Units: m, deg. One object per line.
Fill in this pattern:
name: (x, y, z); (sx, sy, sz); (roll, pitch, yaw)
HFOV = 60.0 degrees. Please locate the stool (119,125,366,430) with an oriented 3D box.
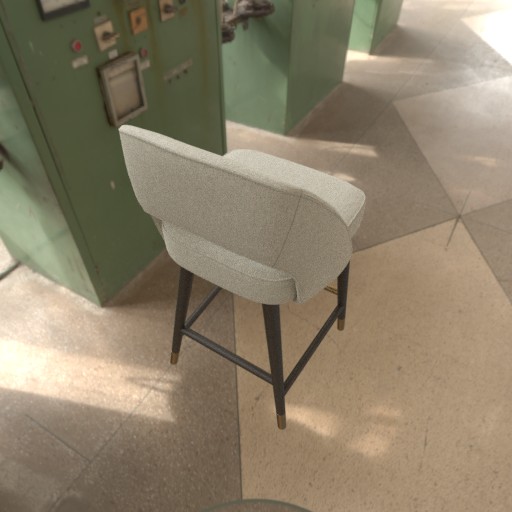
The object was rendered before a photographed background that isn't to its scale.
stool: (0.000, 0.000, 1.223); (0.494, 0.940, 0.509); (24, 50, 22)
